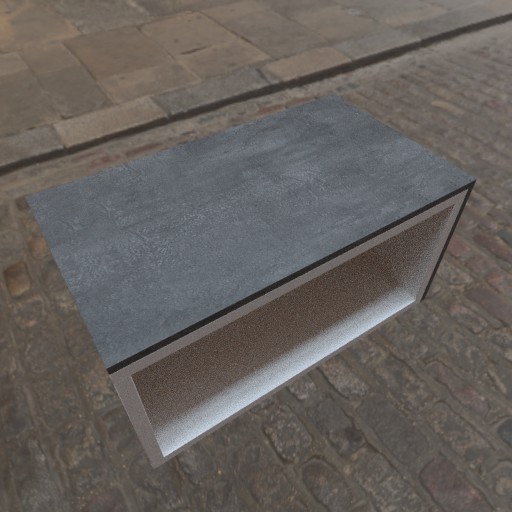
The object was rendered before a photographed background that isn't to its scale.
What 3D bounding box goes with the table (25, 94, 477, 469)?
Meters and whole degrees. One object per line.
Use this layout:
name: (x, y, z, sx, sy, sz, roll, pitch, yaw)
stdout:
table: (0.000, 0.000, 0.914, 0.700, 0.350, 0.400, -25, 51, -23)
